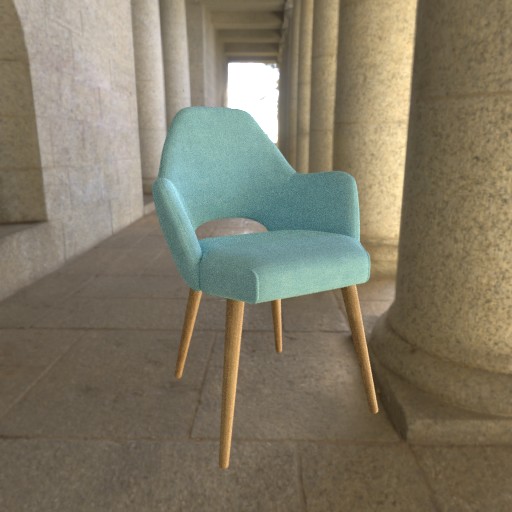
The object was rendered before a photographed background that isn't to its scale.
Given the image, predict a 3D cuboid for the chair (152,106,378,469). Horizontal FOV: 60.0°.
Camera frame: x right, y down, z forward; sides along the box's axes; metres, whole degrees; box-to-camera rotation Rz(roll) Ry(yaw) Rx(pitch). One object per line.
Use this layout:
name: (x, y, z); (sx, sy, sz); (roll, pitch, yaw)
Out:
chair: (0.000, 0.000, 1.262); (0.590, 0.840, 0.610); (-8, 16, -27)
